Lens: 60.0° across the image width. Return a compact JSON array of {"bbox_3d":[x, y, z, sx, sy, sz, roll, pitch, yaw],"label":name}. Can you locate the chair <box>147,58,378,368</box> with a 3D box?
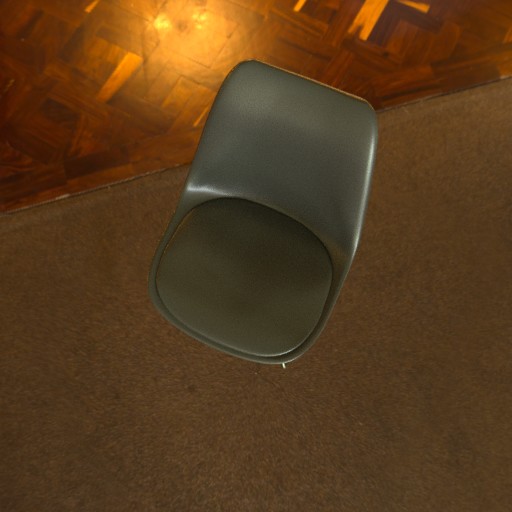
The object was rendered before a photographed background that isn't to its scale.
[{"bbox_3d":[0.000,0.000,1.173,0.461,0.850,0.525,23,76,6],"label":"chair"}]
